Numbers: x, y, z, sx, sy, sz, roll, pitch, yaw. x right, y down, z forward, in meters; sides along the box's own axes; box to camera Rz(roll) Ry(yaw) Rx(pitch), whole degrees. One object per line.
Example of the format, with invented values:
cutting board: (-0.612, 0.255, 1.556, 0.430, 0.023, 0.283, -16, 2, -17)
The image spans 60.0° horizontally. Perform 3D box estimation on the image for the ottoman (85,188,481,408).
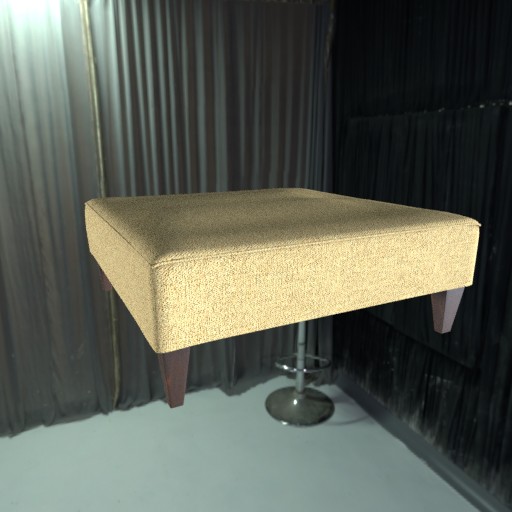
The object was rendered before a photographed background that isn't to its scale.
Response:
ottoman: (0.000, 0.000, 1.509, 0.970, 0.378, 0.981, -7, 16, -26)
